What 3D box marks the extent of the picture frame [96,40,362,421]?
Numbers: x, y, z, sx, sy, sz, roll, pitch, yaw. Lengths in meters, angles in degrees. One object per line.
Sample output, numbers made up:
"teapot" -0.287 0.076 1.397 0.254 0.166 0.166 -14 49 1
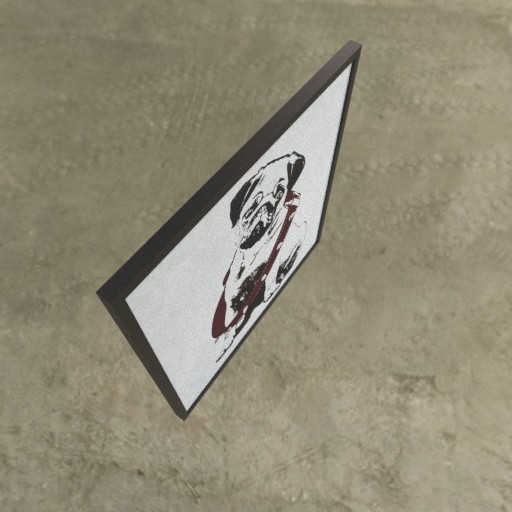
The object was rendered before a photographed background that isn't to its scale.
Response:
"picture frame" 0.000 0.000 1.141 0.032 0.775 0.775 31 63 18
